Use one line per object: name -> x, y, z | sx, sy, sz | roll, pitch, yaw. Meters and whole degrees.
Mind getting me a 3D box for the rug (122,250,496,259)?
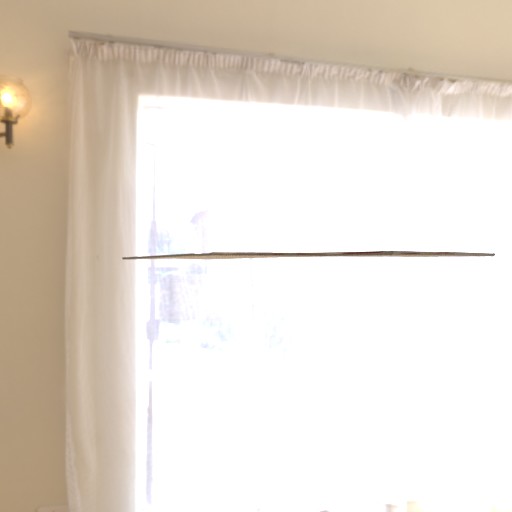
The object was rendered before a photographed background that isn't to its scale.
rug -> 0.000, 0.000, 2.508 | 0.692, 0.032, 2.320 | 1, -1, -37
